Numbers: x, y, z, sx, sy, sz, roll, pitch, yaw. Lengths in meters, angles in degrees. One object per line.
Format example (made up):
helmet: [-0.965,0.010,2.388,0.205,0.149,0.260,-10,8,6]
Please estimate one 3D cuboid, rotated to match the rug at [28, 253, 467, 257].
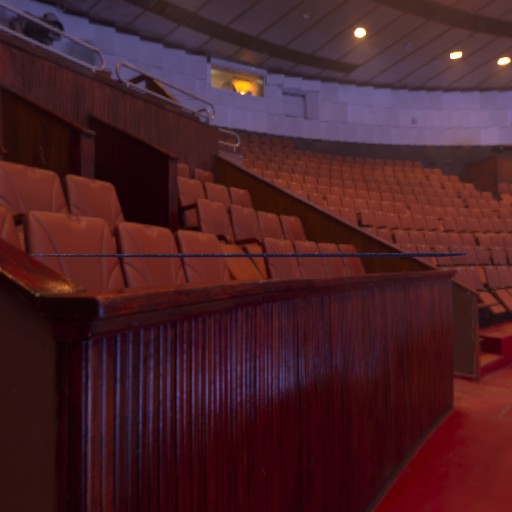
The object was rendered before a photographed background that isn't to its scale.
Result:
rug: [0.000,0.000,2.202,1.795,0.008,1.102,0,-1,19]
